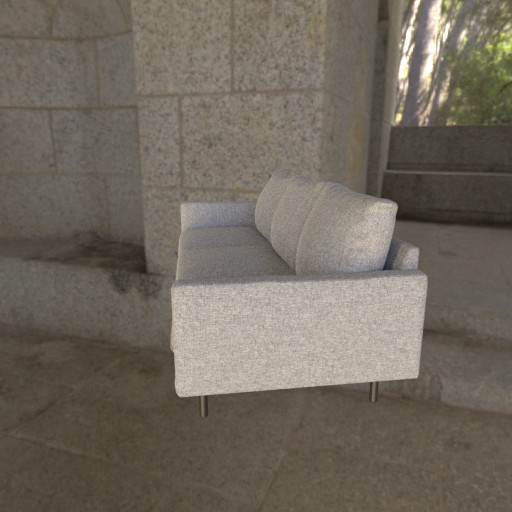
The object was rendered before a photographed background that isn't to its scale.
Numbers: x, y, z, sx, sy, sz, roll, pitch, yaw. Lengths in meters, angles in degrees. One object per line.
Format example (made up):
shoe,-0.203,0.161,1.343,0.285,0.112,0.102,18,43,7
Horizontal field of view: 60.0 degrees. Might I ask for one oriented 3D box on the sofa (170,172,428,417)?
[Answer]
sofa,0.000,0.000,2.376,0.850,0.830,2.000,-2,14,-8
